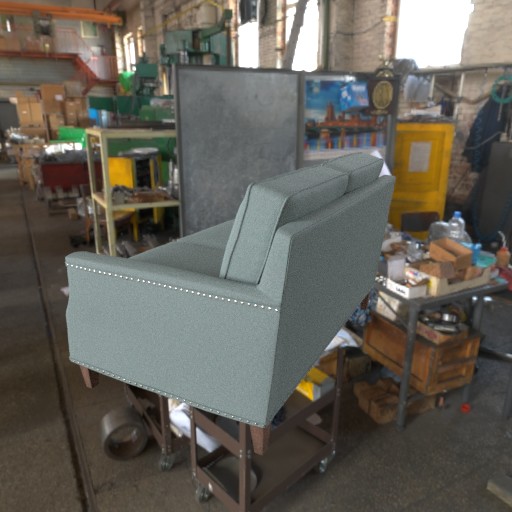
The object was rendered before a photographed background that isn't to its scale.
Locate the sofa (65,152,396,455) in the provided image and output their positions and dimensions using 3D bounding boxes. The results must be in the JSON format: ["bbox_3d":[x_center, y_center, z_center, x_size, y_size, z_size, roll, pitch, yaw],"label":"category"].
[{"bbox_3d":[0.000,0.000,2.303,1.084,1.003,1.597,9,20,27],"label":"sofa"}]
